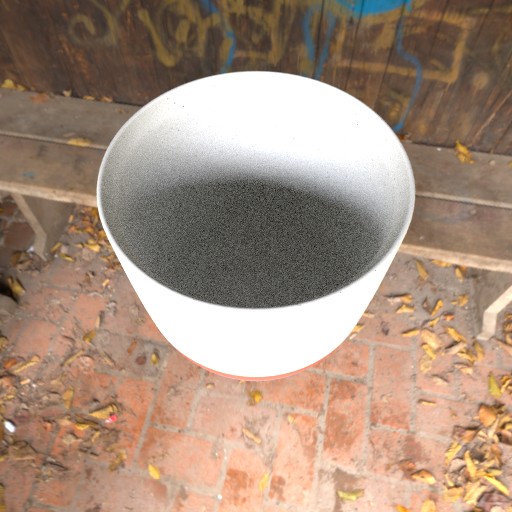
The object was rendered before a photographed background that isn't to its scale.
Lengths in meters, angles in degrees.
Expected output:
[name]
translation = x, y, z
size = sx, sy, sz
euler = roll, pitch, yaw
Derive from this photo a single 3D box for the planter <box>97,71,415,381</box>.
[planter]
translation = 0.000, 0.000, 0.378
size = 0.204, 0.214, 0.204
euler = 0, 58, 0
